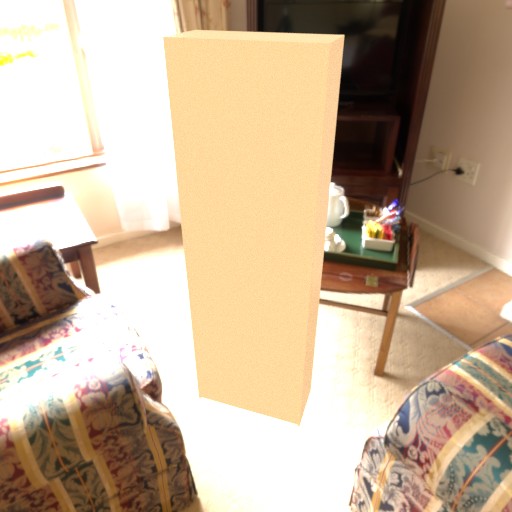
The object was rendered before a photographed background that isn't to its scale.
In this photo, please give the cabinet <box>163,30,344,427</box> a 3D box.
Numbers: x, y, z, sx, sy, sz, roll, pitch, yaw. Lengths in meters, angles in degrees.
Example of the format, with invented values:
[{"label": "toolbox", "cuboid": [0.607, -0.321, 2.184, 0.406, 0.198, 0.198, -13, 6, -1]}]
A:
[{"label": "cabinet", "cuboid": [0.000, 0.000, 1.821, 0.520, 1.630, 0.255, 10, 33, 16]}]
